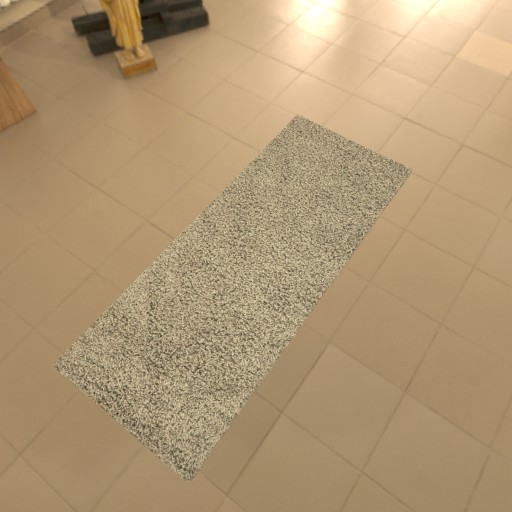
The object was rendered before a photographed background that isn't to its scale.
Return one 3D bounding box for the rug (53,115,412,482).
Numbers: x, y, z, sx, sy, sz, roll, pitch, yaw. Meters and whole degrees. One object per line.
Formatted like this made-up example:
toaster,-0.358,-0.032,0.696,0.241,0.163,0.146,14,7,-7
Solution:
rug,0.000,0.000,1.733,0.609,0.030,1.524,32,64,18
